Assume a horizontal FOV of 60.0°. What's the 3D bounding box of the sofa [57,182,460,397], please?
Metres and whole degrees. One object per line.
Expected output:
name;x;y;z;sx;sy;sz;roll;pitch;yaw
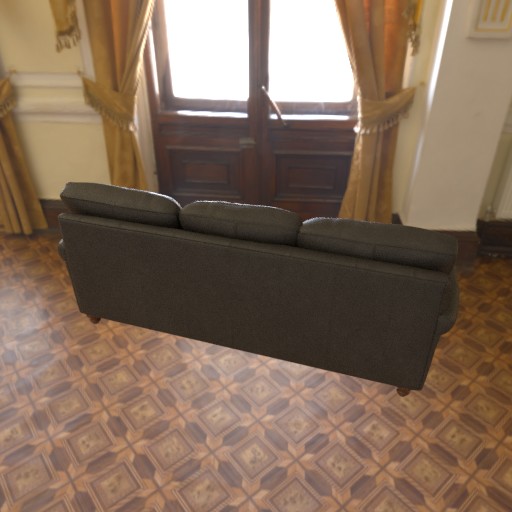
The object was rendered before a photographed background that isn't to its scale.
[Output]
sofa;0.000;0.000;2.853;2.387;0.977;0.974;10;33;15
